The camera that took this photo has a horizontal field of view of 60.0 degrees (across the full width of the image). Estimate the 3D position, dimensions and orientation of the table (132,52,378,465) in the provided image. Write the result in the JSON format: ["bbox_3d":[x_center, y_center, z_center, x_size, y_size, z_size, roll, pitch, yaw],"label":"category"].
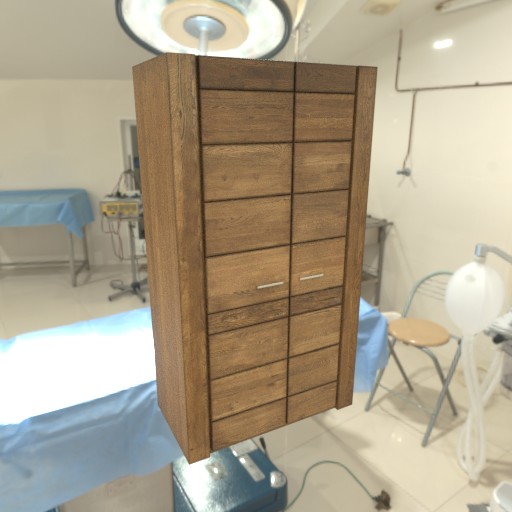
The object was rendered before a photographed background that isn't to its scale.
[{"bbox_3d":[0.000,0.000,2.530,1.100,2.000,0.600,-9,19,-27],"label":"table"}]
